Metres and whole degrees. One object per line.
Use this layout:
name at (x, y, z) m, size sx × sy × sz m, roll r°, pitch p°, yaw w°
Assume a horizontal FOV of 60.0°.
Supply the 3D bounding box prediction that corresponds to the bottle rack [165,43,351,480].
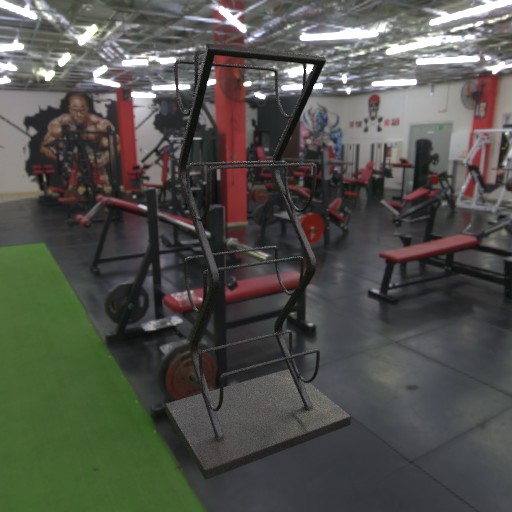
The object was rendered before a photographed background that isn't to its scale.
bottle rack at (0.000, 0.000, 0.666) m, size 0.254 × 0.559 × 0.178 m, roll -8°, pitch 17°, yaw -27°
